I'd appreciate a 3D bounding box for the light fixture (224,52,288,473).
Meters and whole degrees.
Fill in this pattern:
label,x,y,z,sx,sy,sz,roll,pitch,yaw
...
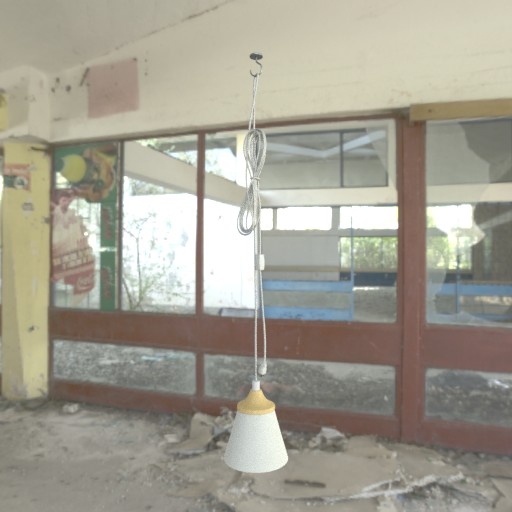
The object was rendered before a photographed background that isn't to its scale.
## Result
label,x,y,z,sx,sy,sz,roll,pitch,yaw
light fixture,0.000,0.000,1.065,0.153,0.966,0.153,0,-1,-36
